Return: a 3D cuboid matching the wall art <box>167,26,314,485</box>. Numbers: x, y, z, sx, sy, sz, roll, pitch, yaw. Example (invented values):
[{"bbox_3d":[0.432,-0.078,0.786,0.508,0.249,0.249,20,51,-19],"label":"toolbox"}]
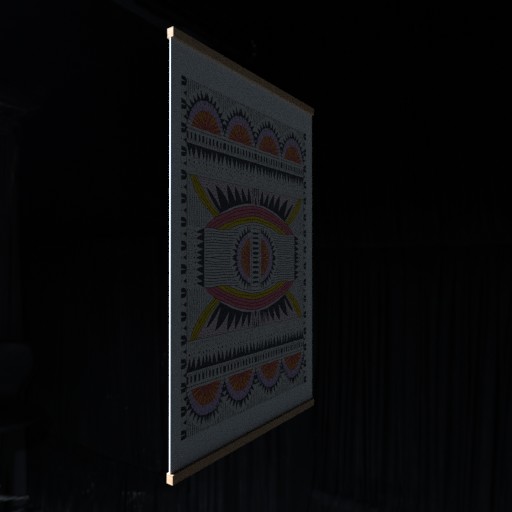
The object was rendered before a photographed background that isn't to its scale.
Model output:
[{"bbox_3d":[0.000,0.000,1.895,0.028,1.533,0.999,0,0,35],"label":"wall art"}]
